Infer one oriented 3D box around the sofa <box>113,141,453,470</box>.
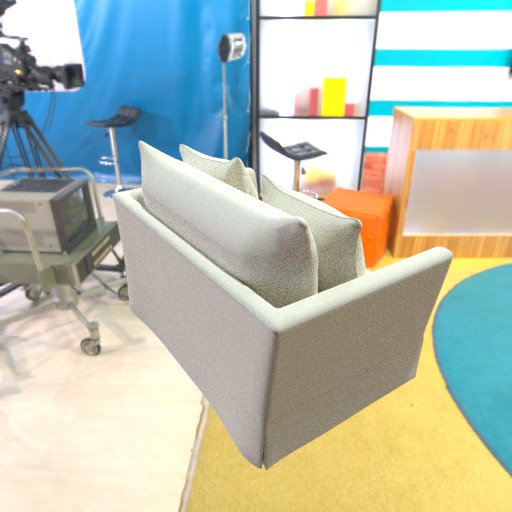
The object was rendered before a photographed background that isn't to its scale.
[{"bbox_3d":[0.000,0.000,2.344,1.026,1.039,1.608,-17,32,-30],"label":"sofa"}]
